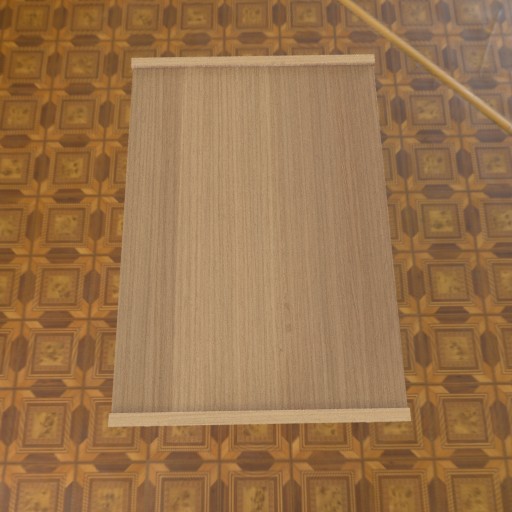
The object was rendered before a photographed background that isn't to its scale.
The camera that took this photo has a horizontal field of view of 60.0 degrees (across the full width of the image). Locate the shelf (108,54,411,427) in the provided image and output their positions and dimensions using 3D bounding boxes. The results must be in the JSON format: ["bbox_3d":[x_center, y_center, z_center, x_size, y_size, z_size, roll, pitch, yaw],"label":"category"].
[{"bbox_3d":[0.000,0.000,0.625,0.290,0.305,0.415,-1,75,0],"label":"shelf"}]
